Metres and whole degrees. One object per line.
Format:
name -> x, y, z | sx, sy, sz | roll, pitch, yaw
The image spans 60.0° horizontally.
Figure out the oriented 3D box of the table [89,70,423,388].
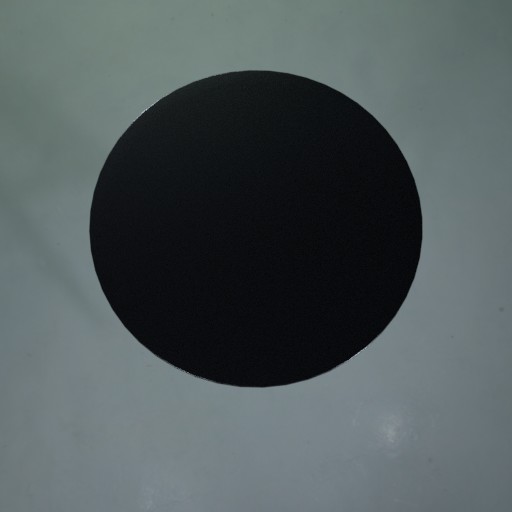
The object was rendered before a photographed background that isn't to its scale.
table -> 0.000, 0.000, 1.093 | 0.597, 0.618, 0.597 | 0, 76, 0
